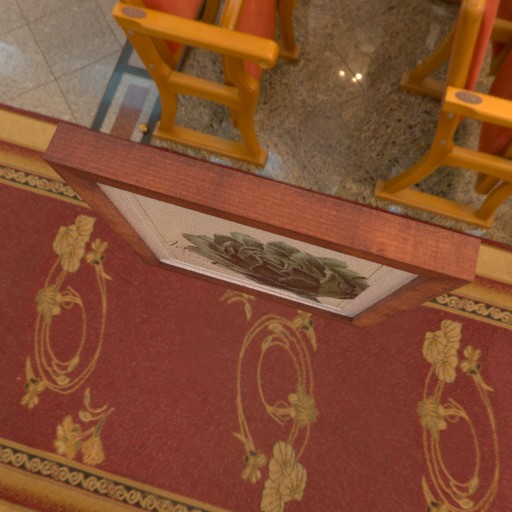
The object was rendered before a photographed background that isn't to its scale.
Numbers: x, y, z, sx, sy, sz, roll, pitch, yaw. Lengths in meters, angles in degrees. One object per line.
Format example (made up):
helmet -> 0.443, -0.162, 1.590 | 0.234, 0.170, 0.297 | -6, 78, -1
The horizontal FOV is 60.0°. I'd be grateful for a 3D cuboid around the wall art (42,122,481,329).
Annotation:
wall art -> 0.000, 0.000, 0.571 | 0.386, 0.385, 0.038 | 16, 75, 4
